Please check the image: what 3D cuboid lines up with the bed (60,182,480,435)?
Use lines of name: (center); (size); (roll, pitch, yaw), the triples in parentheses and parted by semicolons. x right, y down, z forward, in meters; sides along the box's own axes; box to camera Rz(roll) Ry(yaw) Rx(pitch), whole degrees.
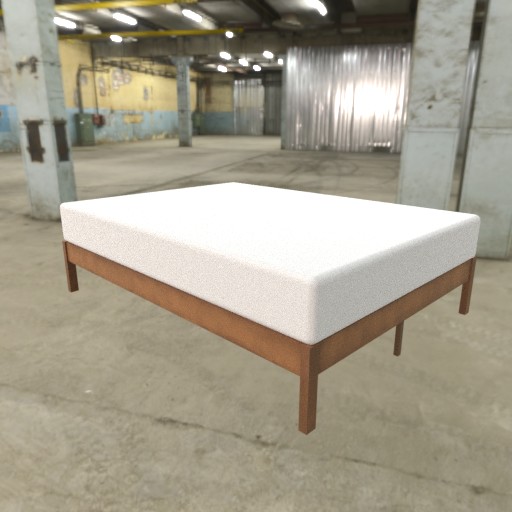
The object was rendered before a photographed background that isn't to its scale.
bed: (0.000, 0.000, 2.719); (2.050, 0.593, 1.529); (16, 23, 43)
